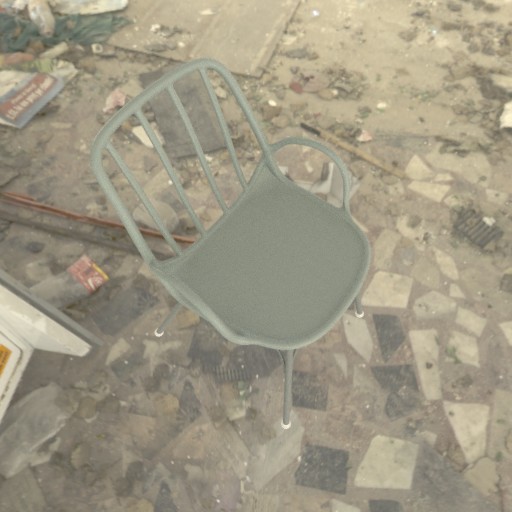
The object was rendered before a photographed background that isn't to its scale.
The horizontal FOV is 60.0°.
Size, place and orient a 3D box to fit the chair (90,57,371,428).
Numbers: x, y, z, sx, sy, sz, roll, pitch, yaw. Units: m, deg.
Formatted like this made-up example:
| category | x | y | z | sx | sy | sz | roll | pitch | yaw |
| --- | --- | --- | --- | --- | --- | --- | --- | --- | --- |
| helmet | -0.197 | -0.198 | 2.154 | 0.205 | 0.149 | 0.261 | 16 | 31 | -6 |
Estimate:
| category | x | y | z | sx | sy | sz | roll | pitch | yaw |
| --- | --- | --- | --- | --- | --- | --- | --- | --- | --- |
| chair | 0.000 | 0.000 | 1.209 | 0.597 | 0.816 | 0.549 | 32 | 63 | 18 |
